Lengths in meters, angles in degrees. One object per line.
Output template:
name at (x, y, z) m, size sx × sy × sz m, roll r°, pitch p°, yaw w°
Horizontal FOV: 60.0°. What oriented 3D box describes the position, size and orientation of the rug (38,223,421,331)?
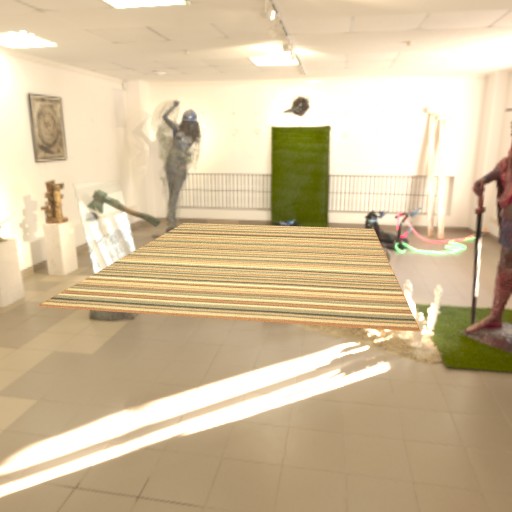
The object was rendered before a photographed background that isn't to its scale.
rug at (0.000, 0.000, 4.191) m, size 2.436 × 0.011 × 3.045 m, roll 2°, pitch 15°, yaw 9°
